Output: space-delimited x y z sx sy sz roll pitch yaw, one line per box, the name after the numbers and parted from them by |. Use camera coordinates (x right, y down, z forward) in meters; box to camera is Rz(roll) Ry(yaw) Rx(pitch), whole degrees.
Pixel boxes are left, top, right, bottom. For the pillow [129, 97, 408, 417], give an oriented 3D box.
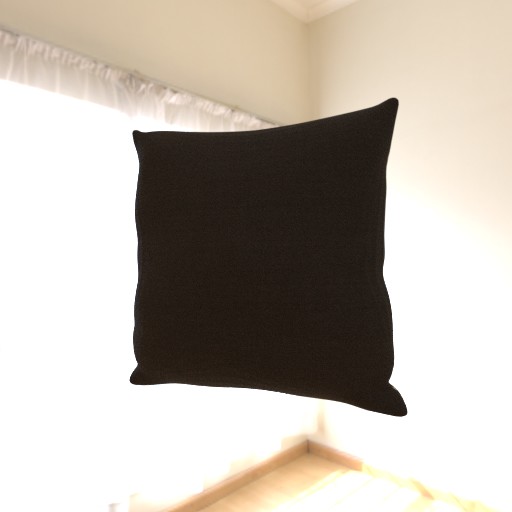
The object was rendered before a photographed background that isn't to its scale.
0.000 0.000 0.681 0.440 0.441 0.182 0 -1 18 | pillow
